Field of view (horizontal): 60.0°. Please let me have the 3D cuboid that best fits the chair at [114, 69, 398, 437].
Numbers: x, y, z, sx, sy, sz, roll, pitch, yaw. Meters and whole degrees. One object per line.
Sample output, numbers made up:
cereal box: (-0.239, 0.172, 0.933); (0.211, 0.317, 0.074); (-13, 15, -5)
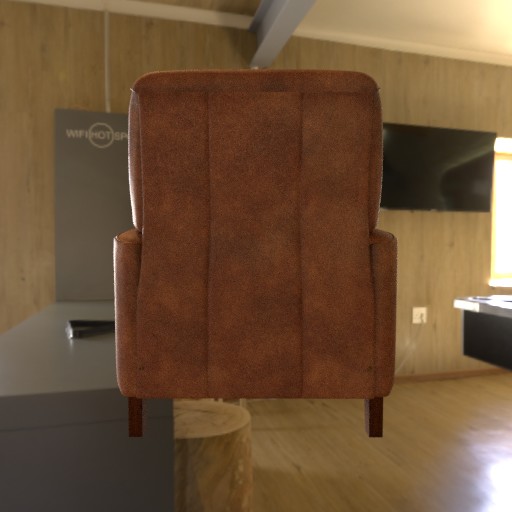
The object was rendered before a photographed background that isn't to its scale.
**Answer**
chair: (0.000, 0.000, 1.605); (0.843, 1.043, 0.836); (0, 1, 0)
